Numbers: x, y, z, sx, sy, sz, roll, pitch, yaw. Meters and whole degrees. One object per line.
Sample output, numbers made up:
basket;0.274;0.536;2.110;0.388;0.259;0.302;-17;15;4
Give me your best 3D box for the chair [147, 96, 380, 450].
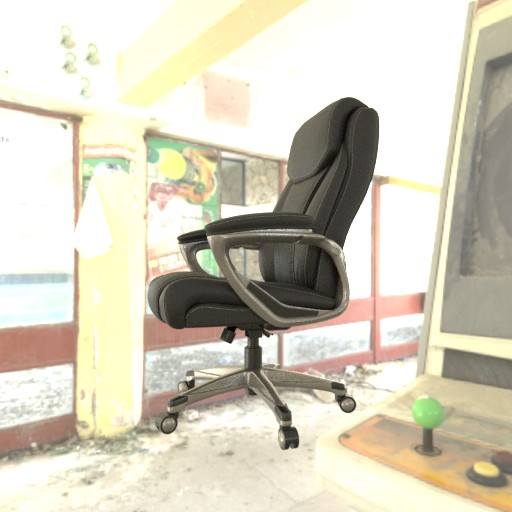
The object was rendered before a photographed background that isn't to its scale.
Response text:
chair;0.000;0.000;1.667;0.784;1.167;0.741;0;-1;-18
